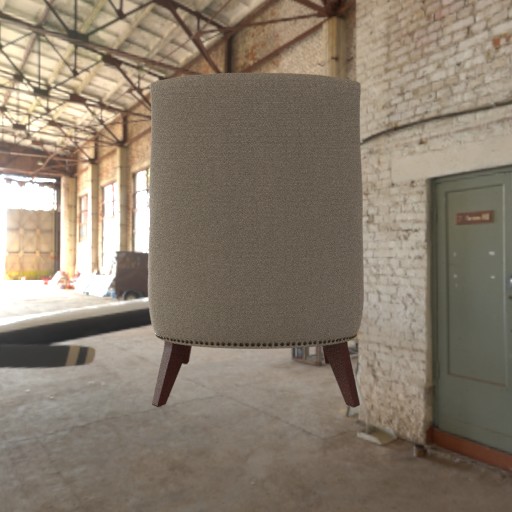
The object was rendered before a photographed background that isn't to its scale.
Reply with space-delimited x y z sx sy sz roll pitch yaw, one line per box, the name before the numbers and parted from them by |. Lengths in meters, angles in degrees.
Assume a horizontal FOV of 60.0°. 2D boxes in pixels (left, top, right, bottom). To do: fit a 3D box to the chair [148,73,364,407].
chair | 0.000 0.000 1.505 0.701 0.909 0.861 0 -1 0
